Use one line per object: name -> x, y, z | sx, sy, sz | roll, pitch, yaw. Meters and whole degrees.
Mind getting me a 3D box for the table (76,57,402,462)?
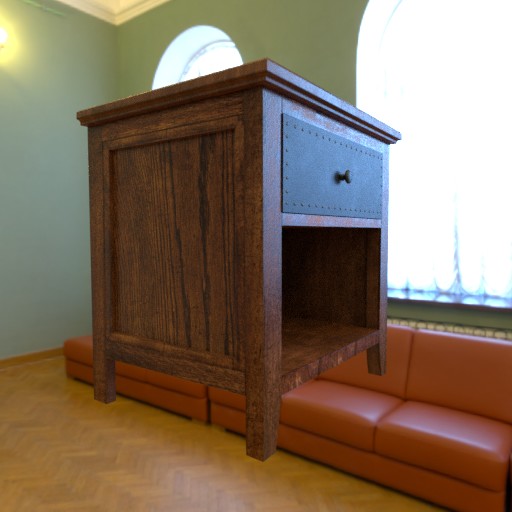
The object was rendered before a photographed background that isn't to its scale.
table -> 0.000, 0.000, 1.001 | 0.461, 0.597, 0.586 | 2, 4, 36
